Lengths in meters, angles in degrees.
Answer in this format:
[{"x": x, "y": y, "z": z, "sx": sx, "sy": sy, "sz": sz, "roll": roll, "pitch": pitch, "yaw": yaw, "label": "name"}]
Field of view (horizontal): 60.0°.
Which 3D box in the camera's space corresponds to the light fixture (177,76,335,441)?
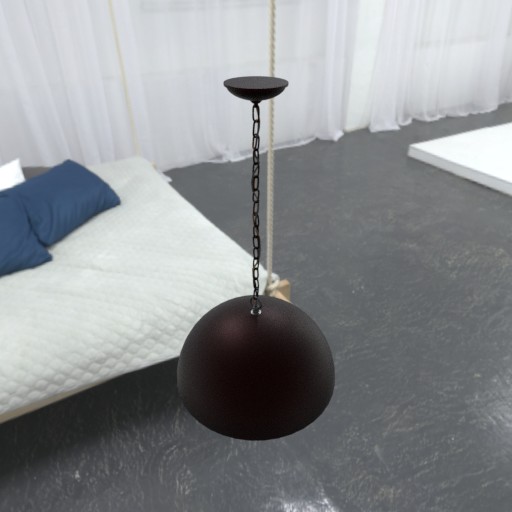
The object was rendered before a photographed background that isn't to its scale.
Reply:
[{"x": 0.000, "y": 0.000, "z": 1.171, "sx": 0.492, "sy": 0.869, "sz": 0.492, "roll": 24, "pitch": 39, "yaw": 33, "label": "light fixture"}]
